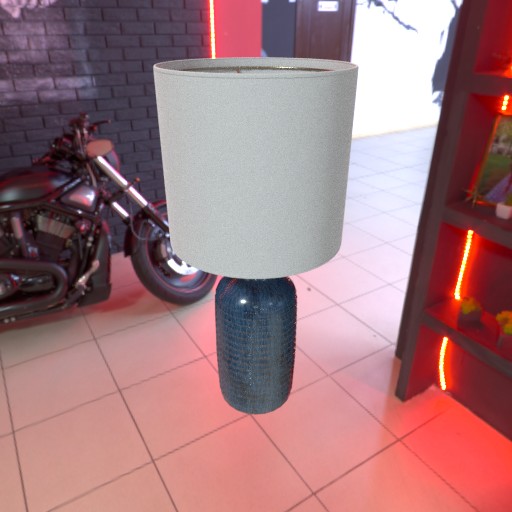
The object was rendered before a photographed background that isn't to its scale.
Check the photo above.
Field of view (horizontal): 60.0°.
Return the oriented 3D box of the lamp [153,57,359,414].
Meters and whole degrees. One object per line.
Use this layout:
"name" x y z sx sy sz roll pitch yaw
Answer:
"lamp" 0.000 0.000 0.596 0.220 0.475 0.220 0 28 0
